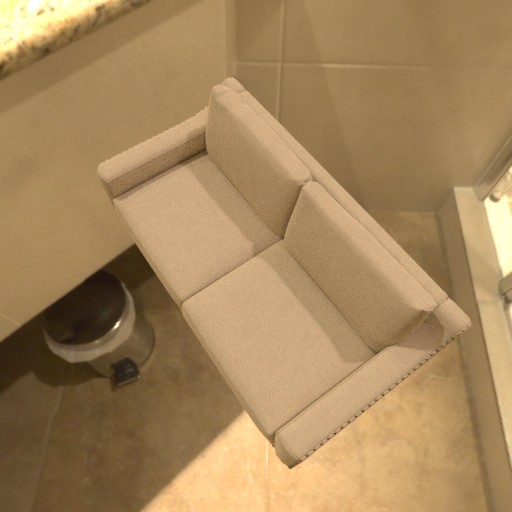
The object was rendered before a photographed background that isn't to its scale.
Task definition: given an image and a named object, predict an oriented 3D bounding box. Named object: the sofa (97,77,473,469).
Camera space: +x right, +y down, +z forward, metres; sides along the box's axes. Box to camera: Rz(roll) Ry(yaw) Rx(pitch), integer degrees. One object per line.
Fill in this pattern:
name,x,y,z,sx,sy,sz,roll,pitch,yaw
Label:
sofa,0.000,0.000,2.682,1.104,0.983,2.107,-32,67,-16
